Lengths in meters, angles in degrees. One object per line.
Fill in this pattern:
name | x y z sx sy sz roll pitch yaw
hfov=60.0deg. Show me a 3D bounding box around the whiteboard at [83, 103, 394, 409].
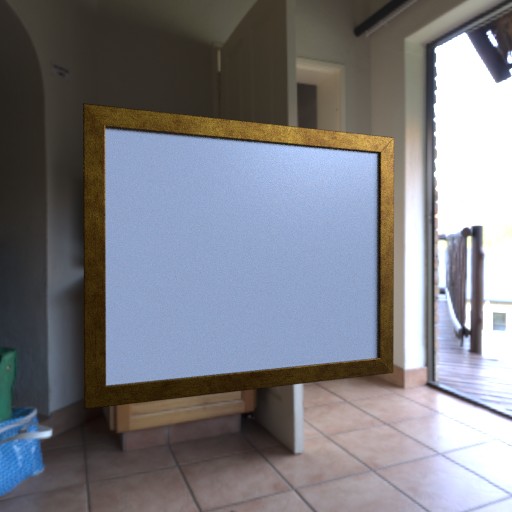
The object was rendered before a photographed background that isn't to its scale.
whiteboard | 0.000 0.000 0.775 0.561 0.457 0.029 0 1 -21
